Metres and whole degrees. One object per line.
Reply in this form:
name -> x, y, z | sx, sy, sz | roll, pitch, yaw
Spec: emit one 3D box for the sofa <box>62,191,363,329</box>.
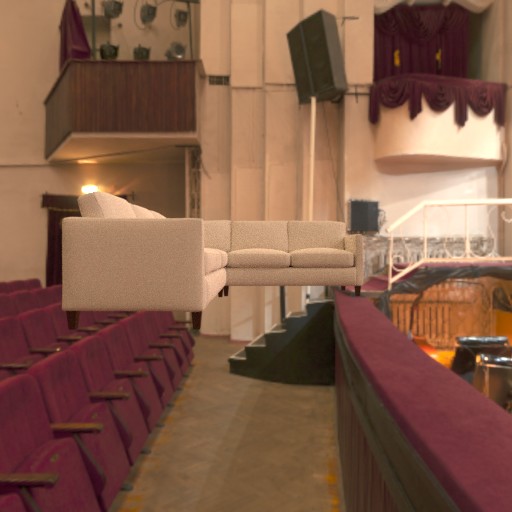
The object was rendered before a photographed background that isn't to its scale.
sofa -> 0.000, 0.000, 4.460 | 2.593, 0.947, 3.302 | 0, 0, -1
